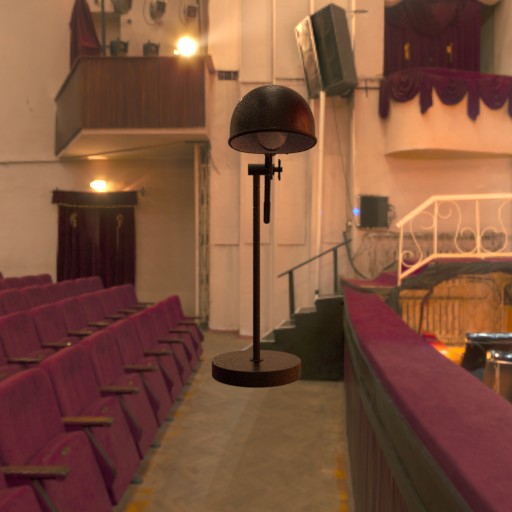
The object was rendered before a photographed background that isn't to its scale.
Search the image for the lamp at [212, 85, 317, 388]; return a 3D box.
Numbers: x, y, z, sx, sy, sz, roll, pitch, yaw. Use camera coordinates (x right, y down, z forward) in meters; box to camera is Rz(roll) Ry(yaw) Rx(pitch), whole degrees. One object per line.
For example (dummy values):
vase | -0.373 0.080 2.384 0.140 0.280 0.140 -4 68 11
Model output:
lamp | 0.000 0.000 0.811 0.185 0.495 0.567 0 1 1
